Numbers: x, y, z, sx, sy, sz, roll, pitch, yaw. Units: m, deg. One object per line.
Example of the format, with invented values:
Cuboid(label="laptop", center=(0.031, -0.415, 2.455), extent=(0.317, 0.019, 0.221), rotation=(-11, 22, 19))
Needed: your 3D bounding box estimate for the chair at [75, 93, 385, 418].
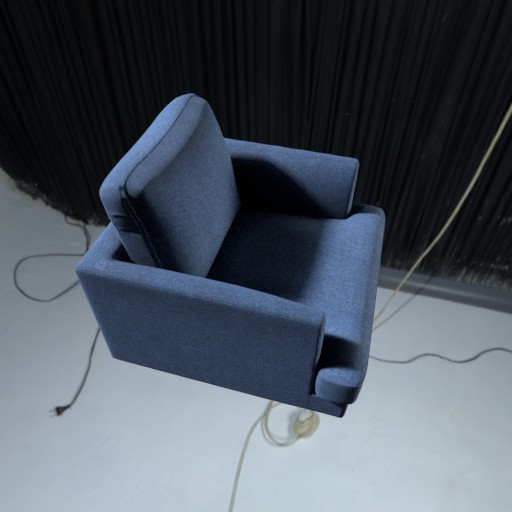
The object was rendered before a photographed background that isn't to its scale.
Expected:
Cuboid(label="chair", center=(0.000, 0.000, 1.649), extent=(0.899, 0.957, 0.858), rotation=(11, 47, 11))
